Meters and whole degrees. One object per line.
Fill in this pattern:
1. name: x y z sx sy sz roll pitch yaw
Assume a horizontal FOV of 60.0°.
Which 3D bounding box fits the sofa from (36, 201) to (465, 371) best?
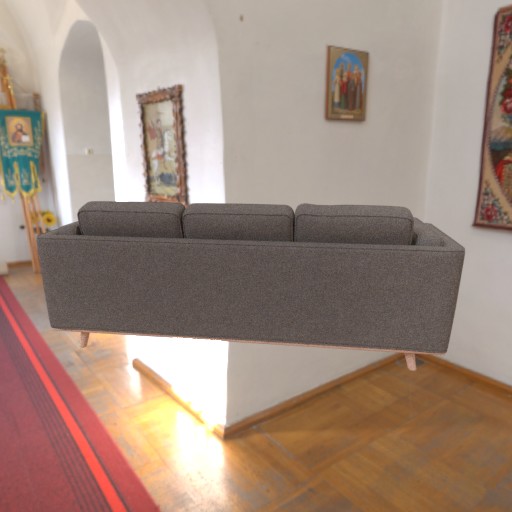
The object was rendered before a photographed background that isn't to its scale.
1. sofa: 0.000 0.000 3.217 2.411 0.929 1.604 2 14 8
